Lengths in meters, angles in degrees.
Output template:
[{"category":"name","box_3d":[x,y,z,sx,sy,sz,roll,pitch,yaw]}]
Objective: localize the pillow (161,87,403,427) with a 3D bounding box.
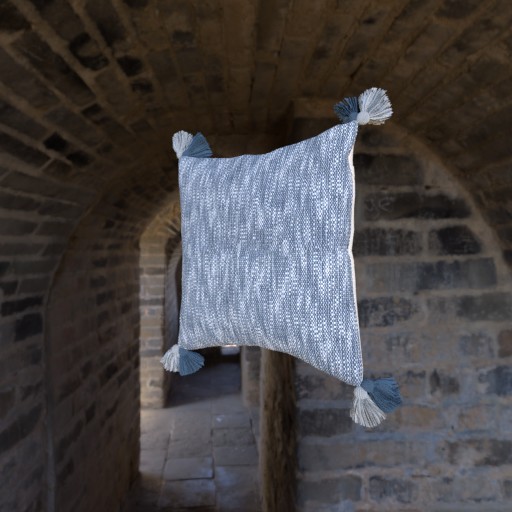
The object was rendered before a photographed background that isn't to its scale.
[{"category":"pillow","box_3d":[0.000,0.000,0.950,0.614,0.634,0.138,0,0,37]}]
